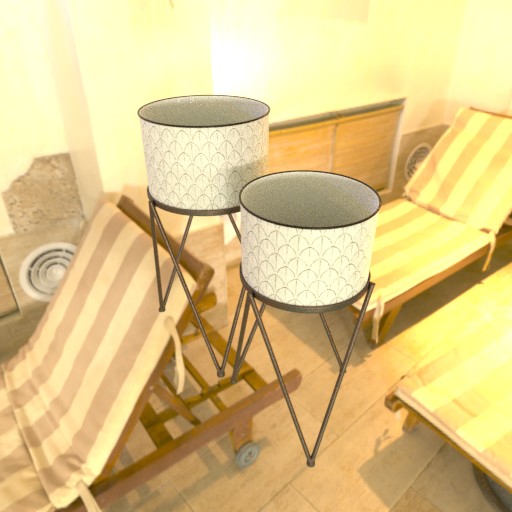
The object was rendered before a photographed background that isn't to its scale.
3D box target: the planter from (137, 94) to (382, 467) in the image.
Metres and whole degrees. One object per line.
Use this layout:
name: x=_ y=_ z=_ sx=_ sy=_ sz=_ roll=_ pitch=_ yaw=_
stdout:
planter: x=0.000 y=0.000 z=1.191 sx=0.413 sy=0.712 sz=0.769 roll=-21 pitch=37 yaw=-31
